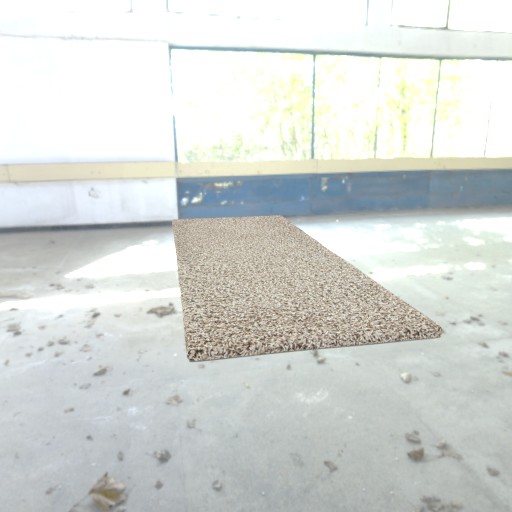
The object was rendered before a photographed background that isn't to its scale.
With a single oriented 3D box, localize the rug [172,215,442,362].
[{"bbox_3d":[0.000,0.000,1.717,0.609,0.030,1.524,-3,16,-11],"label":"rug"}]
